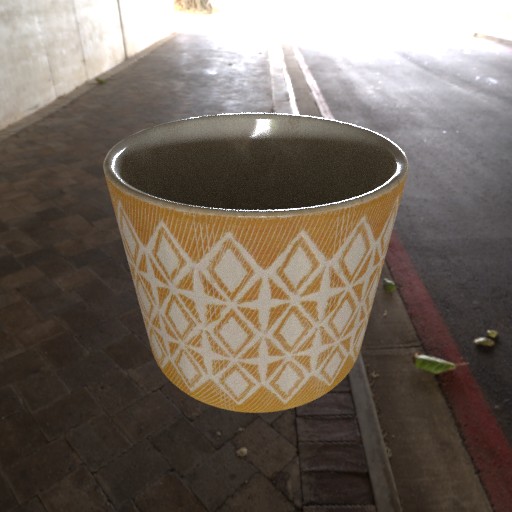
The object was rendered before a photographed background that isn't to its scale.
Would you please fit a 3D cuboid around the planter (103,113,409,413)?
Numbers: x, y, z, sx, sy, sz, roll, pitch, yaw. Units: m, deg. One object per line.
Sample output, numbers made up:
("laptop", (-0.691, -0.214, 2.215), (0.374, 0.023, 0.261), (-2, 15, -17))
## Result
("planter", (0.000, 0.000, 0.334), (0.193, 0.165, 0.193), (0, 32, 0))
